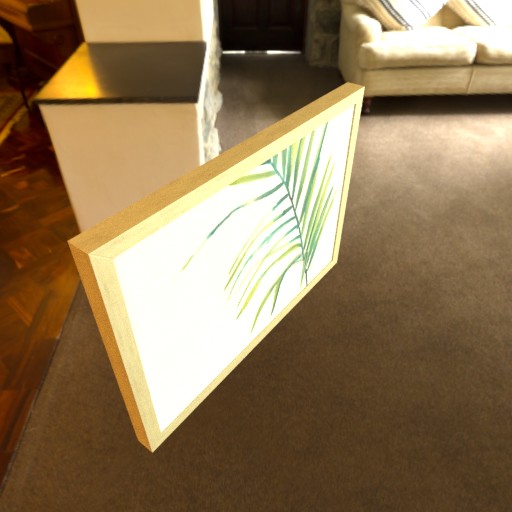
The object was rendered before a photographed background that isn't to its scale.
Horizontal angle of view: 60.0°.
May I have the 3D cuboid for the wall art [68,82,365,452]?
[{"bbox_3d":[0.000,0.000,0.689,0.032,0.380,0.532,27,47,28],"label":"wall art"}]
